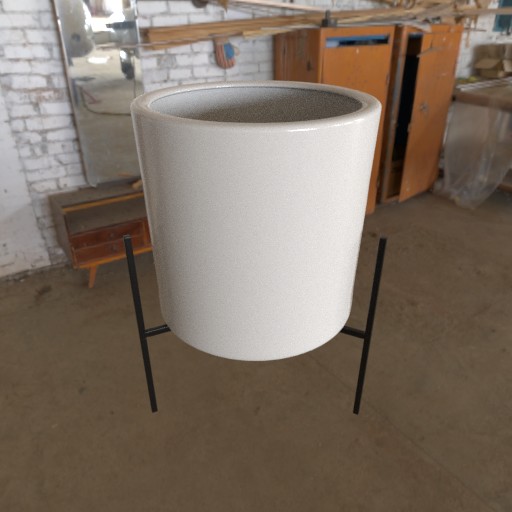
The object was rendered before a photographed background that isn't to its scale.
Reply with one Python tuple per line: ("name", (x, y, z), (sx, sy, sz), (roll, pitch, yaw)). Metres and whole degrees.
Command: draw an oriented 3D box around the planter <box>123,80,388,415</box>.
("planter", (0.000, 0.000, 0.623), (0.307, 0.431, 0.308), (0, 29, 1))
